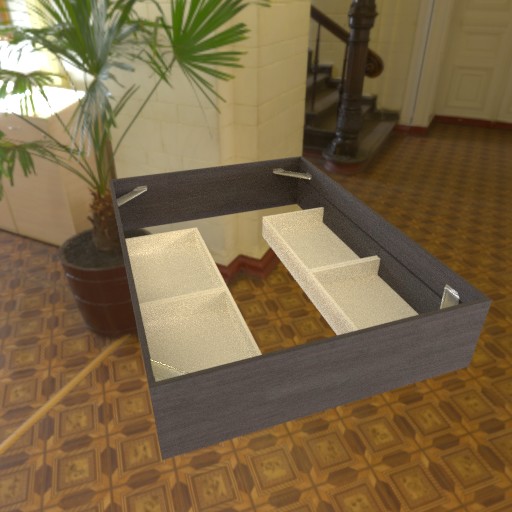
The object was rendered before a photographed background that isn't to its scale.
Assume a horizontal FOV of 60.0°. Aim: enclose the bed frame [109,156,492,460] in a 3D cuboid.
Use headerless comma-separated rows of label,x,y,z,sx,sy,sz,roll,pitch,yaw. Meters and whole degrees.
bed frame,0.000,0.000,2.567,1.448,0.459,1.944,-11,33,-17
